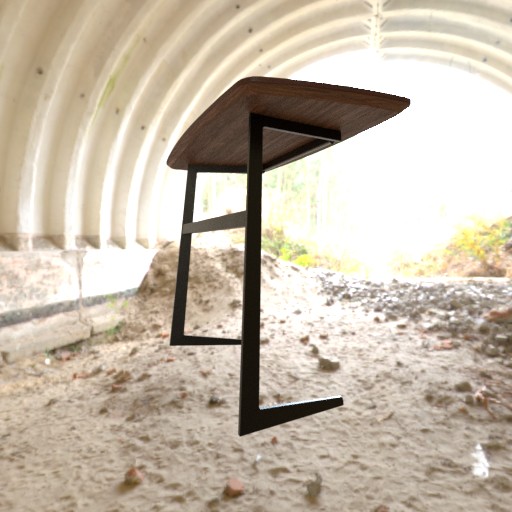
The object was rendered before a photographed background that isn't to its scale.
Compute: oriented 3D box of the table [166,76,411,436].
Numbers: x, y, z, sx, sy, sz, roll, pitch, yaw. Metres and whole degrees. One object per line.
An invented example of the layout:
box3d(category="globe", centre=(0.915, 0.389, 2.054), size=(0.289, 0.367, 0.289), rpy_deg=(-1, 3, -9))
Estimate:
box3d(category="table", centre=(0.000, 0.000, 1.106), size=(0.361, 0.576, 0.804), rpy_deg=(-1, 1, -20))
